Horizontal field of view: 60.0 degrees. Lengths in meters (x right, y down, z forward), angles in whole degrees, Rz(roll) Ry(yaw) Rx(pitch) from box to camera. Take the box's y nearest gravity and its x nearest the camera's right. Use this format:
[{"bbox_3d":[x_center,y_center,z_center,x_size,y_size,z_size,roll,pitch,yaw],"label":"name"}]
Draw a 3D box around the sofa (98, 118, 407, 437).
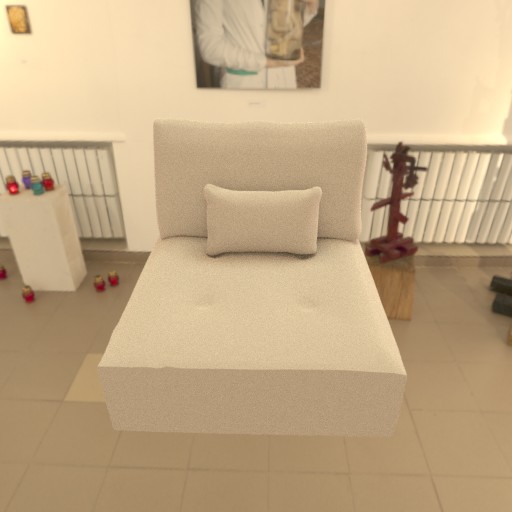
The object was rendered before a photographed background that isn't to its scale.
[{"bbox_3d":[0.000,0.000,1.693,0.935,0.828,1.000,1,31,1],"label":"sofa"}]
